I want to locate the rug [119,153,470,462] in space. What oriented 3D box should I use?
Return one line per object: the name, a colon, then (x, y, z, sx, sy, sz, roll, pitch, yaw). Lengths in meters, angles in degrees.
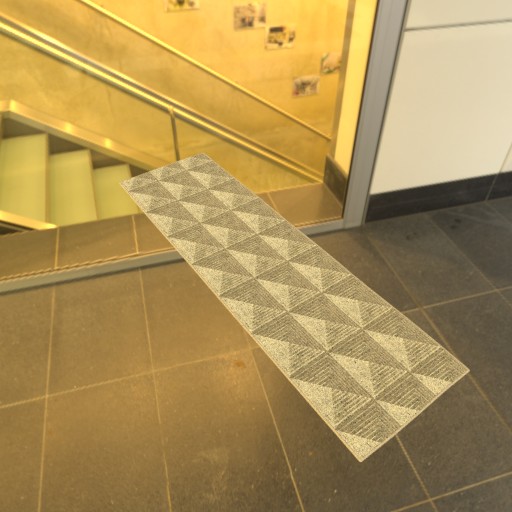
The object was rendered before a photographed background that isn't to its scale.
rug: (0.000, 0.000, 2.351, 0.645, 0.015, 2.182, -26, 49, -25)
